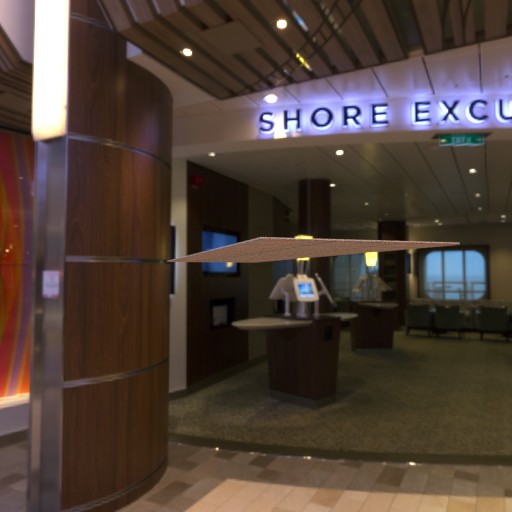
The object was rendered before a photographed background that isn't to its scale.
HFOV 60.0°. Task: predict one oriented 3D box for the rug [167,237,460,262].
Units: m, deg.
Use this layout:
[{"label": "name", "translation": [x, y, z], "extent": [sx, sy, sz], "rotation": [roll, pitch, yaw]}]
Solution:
[{"label": "rug", "translation": [0.000, 0.000, 2.648], "extent": [0.762, 0.008, 2.439], "rotation": [1, -3, -18]}]
